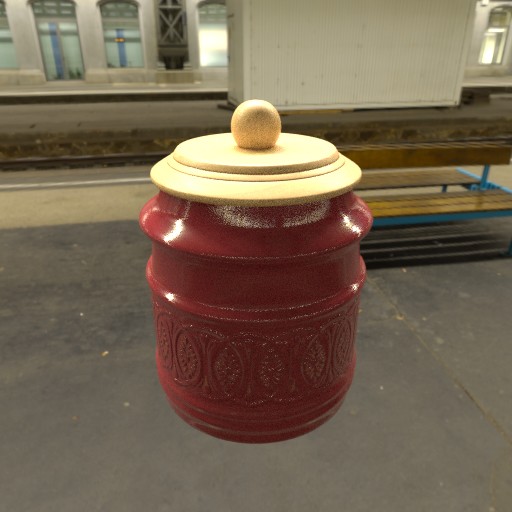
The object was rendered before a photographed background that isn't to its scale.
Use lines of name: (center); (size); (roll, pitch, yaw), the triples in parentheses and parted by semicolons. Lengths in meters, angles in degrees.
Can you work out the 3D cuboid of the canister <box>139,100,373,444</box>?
canister: (0.000, 0.000, 0.264); (0.130, 0.176, 0.130); (0, 26, 0)
